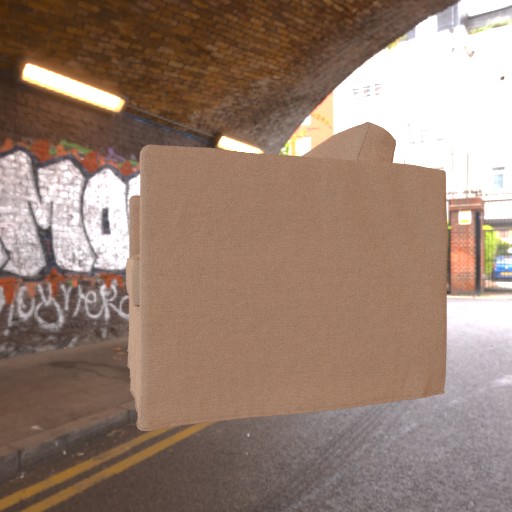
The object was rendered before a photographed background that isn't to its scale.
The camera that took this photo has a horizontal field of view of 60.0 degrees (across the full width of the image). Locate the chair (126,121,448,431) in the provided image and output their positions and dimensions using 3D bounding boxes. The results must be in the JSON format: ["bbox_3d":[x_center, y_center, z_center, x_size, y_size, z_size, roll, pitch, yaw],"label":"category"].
[{"bbox_3d":[0.000,0.000,1.712,0.949,0.867,1.057,0,0,-18],"label":"chair"}]
